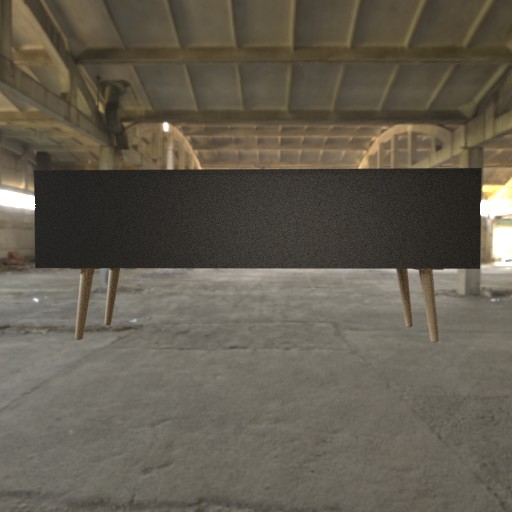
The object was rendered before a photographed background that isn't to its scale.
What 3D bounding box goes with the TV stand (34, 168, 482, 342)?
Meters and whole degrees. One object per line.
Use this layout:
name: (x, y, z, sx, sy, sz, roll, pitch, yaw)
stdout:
TV stand: (0.000, 0.000, 1.497, 1.312, 0.518, 0.390, 0, 1, 2)
